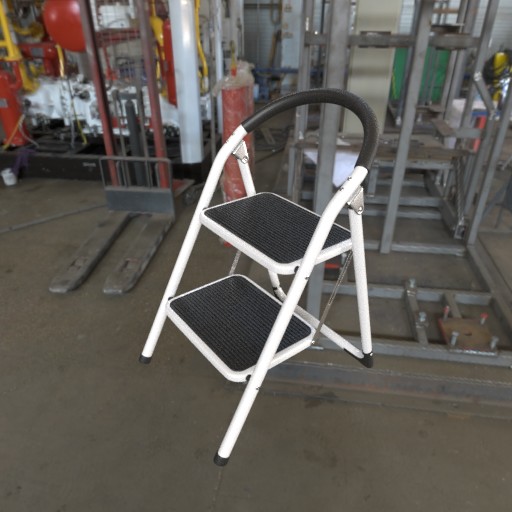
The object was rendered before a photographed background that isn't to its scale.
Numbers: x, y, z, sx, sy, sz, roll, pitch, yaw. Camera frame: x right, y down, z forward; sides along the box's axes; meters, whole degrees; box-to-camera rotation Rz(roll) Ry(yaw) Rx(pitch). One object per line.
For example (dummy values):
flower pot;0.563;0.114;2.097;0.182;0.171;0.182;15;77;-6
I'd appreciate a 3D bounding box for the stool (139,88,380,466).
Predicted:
stool;0.000;0.000;1.138;0.559;0.760;0.453;-21;37;-31
